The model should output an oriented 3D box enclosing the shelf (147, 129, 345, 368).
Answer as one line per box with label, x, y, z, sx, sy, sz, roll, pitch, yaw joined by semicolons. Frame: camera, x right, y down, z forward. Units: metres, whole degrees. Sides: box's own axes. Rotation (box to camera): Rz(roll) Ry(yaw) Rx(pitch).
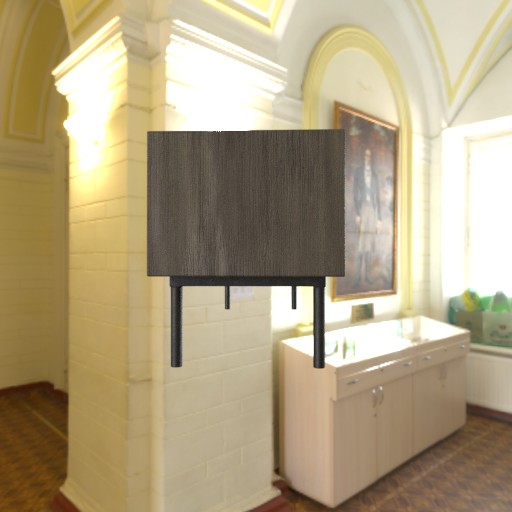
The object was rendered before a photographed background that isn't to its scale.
shelf;0.000;0.000;1.530;0.400;0.495;1.300;0;0;2
